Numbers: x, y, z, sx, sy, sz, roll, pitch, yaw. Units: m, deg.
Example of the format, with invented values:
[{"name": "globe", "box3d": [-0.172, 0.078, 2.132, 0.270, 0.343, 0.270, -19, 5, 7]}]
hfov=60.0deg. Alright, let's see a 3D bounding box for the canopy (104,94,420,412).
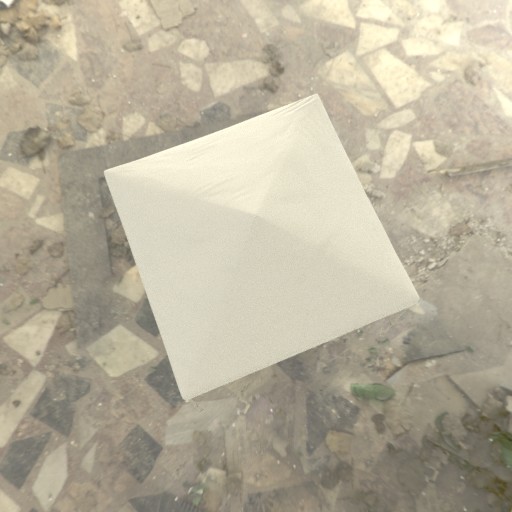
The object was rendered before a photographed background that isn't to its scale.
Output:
[{"name": "canopy", "box3d": [0.000, 0.000, 6.509, 3.600, 3.600, 3.599, -21, 77, -5]}]
